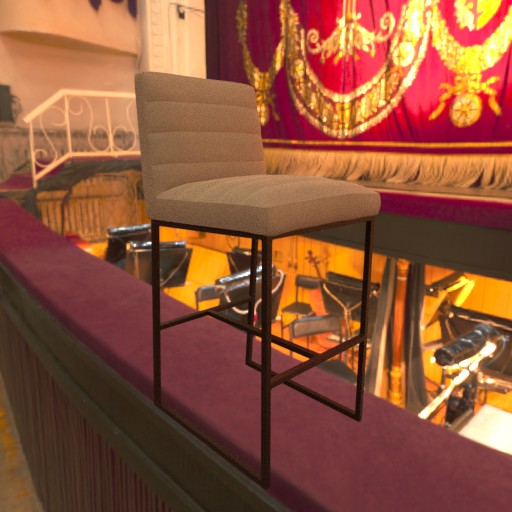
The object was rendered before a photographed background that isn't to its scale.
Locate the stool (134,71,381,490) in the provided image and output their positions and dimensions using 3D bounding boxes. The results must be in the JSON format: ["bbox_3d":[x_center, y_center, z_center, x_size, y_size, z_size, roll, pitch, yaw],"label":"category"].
[{"bbox_3d":[0.000,0.000,1.336,0.464,1.061,0.573,-13,18,-42],"label":"stool"}]
